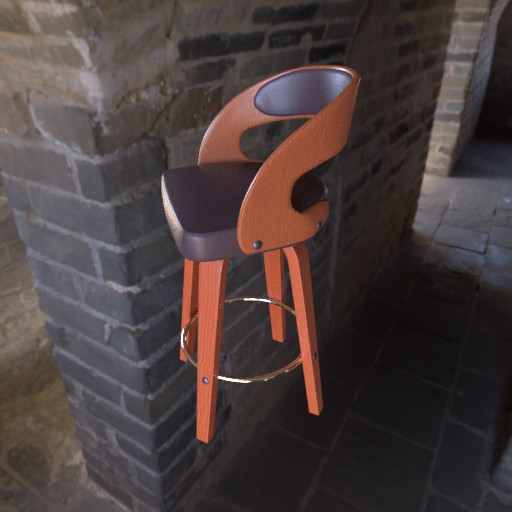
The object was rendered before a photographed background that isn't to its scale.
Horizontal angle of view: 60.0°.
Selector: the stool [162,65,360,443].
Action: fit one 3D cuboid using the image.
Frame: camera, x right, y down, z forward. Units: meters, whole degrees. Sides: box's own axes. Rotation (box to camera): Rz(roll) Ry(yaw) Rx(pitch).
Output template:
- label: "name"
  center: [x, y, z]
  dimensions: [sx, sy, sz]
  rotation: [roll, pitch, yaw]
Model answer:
- label: "stool"
  center: [0.000, 0.000, 1.209]
  dimensions: [0.457, 0.940, 0.457]
  rotation: [-8, 31, -14]
